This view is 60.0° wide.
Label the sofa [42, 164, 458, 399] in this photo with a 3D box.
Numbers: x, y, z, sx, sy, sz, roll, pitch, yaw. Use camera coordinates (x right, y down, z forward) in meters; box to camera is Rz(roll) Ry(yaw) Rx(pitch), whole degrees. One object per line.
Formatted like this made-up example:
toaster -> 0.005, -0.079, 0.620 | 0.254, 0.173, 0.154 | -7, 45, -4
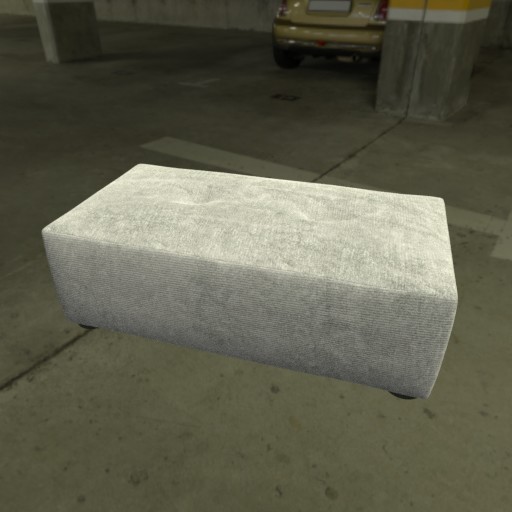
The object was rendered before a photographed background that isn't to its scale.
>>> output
sofa -> 0.000, 0.000, 1.169 | 0.930, 0.330, 0.480 | 9, 33, 14
